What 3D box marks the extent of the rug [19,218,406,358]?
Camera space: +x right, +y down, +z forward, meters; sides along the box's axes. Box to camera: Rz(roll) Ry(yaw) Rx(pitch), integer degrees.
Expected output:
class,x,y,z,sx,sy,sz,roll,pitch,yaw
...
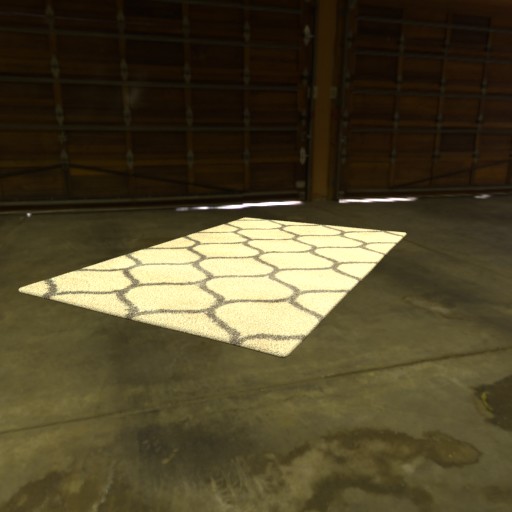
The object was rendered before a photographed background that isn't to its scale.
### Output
class,x,y,z,sx,sy,sz,roll,pitch,yaw
rug,0.000,0.000,2.906,1.501,0.024,2.348,8,17,27
